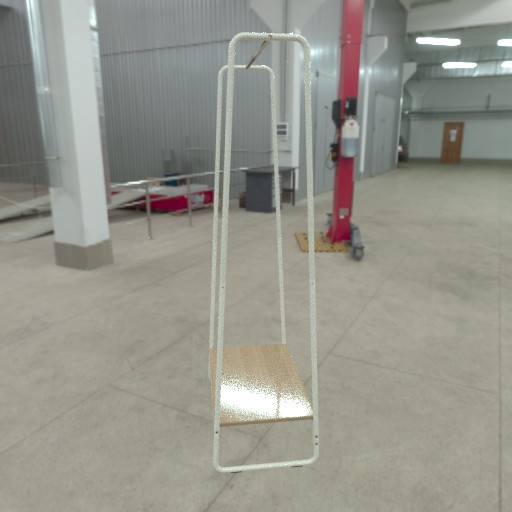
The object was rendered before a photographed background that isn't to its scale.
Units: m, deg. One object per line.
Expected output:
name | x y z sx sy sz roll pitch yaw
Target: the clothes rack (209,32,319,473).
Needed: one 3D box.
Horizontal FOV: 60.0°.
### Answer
clothes rack | 0.000 0.000 1.773 0.400 1.500 0.640 -2 15 -7
